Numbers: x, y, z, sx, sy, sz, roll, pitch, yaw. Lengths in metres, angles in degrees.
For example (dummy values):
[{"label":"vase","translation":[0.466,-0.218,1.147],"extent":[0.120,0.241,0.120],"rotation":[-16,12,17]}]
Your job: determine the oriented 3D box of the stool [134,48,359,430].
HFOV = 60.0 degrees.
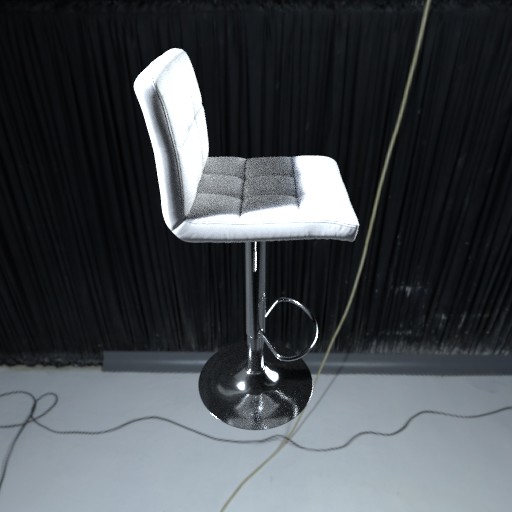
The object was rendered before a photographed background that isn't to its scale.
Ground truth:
[{"label":"stool","translation":[0.000,0.000,1.352],"extent":[0.505,1.115,0.430],"rotation":[1,33,1]}]
